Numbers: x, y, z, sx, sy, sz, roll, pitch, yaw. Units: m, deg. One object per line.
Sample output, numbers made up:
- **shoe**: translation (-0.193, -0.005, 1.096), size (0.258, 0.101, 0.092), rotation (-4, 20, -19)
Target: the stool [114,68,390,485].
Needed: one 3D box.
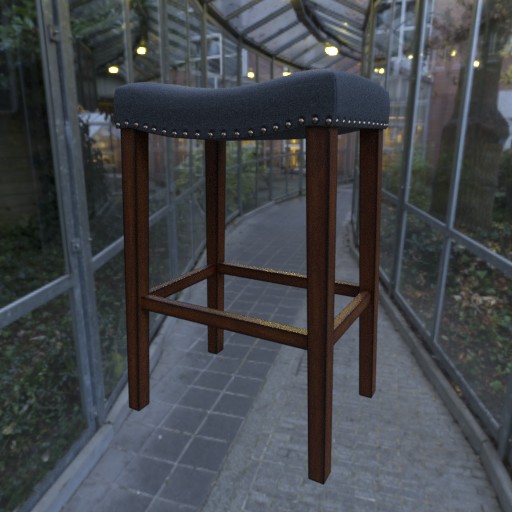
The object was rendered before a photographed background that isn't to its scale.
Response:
- **stool**: translation (0.000, 0.000, 1.012), size (0.502, 0.748, 0.366), rotation (8, 17, 28)
